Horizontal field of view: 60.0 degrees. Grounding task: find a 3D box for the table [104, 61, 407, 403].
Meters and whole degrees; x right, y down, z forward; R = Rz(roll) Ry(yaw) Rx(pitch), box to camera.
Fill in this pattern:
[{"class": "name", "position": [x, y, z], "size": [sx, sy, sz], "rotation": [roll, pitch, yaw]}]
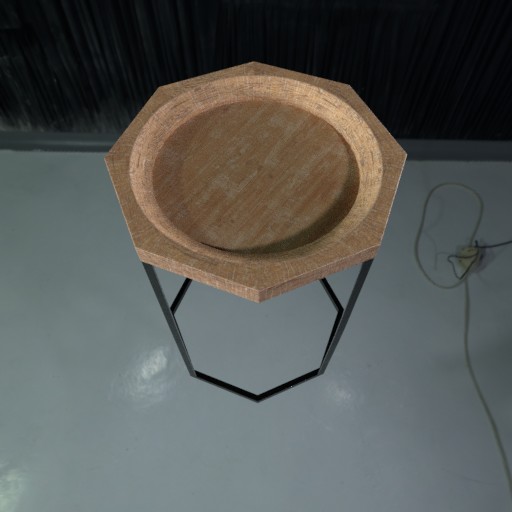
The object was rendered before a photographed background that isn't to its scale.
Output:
[{"class": "table", "position": [0.000, 0.000, 0.874], "size": [0.437, 0.553, 0.437], "rotation": [-1, 59, -1]}]
